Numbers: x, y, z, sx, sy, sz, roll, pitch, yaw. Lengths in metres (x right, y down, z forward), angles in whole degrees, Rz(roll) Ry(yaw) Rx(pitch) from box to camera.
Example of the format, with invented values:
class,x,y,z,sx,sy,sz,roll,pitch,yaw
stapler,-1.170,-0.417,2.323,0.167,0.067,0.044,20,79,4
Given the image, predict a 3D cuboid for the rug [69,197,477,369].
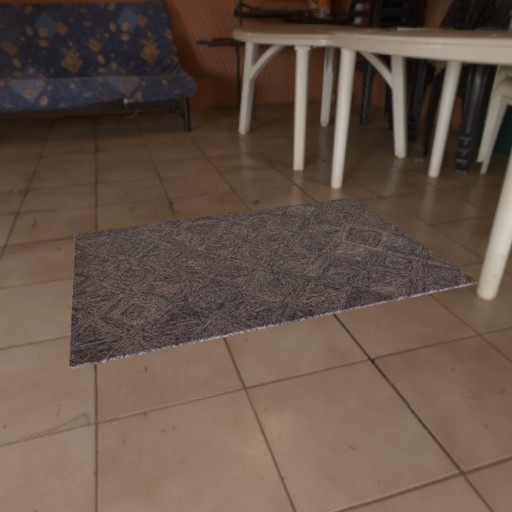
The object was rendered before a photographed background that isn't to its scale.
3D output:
class,x,y,z,sx,sy,sz,roll,pitch,yaw
rug,0.000,0.000,2.956,2.298,0.017,1.501,-9,29,-17
